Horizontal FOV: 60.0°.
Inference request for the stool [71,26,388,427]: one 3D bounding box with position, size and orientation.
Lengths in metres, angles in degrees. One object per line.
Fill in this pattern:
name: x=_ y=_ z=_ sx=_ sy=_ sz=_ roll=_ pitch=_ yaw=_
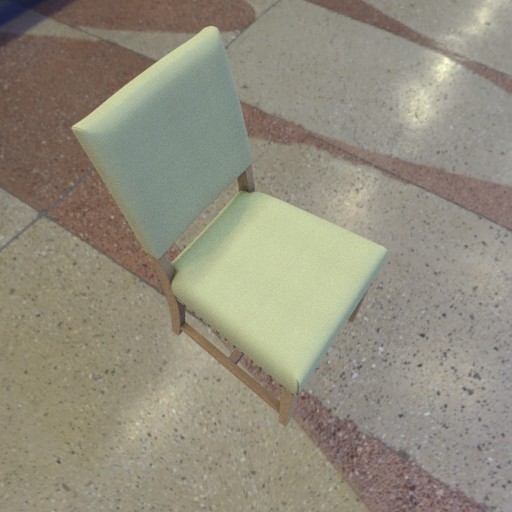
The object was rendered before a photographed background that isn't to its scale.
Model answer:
stool: x=0.000 y=0.000 z=1.287 sx=0.623 sy=0.986 sz=0.508 roll=31 pitch=63 yaw=18
